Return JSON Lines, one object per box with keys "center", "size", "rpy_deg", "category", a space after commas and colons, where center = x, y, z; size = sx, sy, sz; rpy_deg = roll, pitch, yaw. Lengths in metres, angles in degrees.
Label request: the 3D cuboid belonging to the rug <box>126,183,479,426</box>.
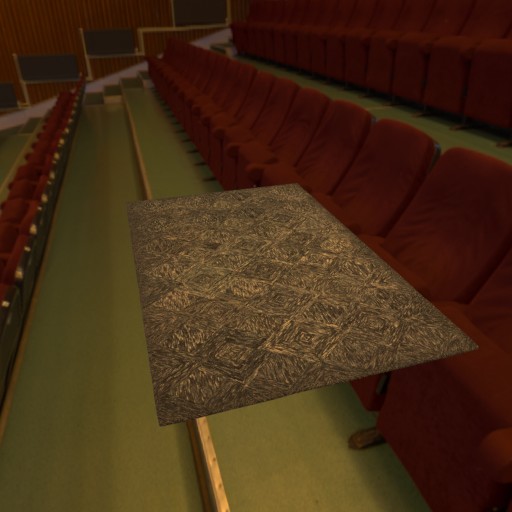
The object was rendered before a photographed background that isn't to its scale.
{"center": [0.000, 0.000, 2.162], "size": [1.139, 0.010, 1.754], "rpy_deg": [-9, 31, -15], "category": "rug"}
